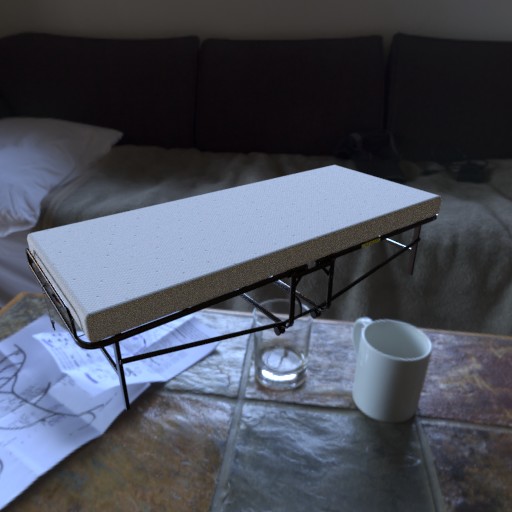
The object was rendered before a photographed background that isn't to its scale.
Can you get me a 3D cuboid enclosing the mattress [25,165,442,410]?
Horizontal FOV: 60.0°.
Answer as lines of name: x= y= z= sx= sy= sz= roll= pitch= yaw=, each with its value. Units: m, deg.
mattress: x=0.000 y=0.000 z=2.469 sx=2.153 sy=0.519 sz=0.922 roll=-19 pitch=32 yaw=-32
